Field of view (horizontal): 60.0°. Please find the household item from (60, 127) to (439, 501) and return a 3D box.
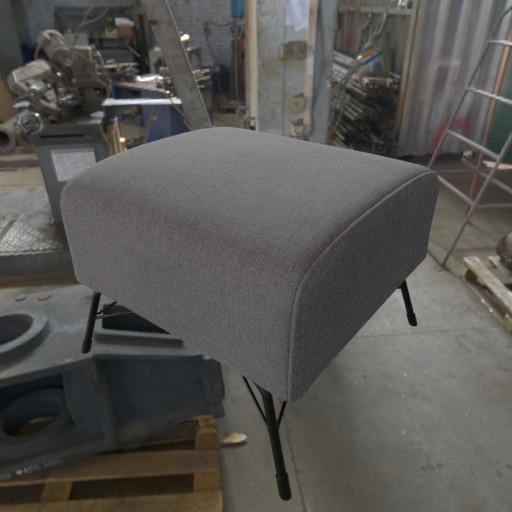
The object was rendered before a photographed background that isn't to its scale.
[{"bbox_3d":[0.000,0.000,0.871,0.530,0.410,0.530,21,36,32],"label":"household item"}]
